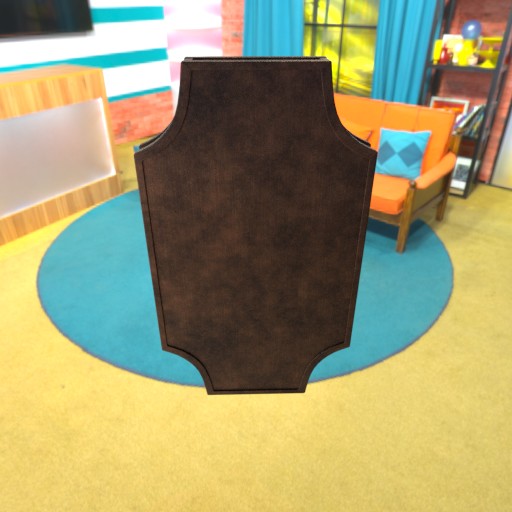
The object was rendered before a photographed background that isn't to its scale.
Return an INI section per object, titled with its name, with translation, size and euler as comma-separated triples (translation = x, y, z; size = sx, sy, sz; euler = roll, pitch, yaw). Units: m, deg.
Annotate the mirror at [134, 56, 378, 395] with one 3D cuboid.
[mirror]
translation = 0.000, 0.000, 0.990
size = 0.462, 0.811, 0.066
euler = -1, 31, -1
